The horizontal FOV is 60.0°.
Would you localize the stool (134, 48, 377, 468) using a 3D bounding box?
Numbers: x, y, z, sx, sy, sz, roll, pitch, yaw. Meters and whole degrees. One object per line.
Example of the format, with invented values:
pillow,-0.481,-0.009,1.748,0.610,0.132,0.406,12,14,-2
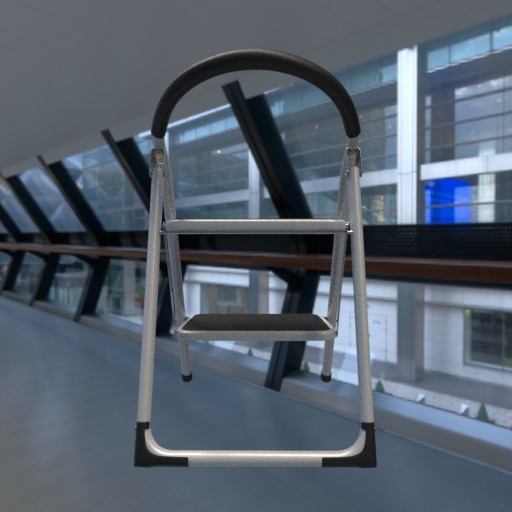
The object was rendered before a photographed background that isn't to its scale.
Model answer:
stool,0.000,0.000,1.064,0.453,0.760,0.559,0,1,0
